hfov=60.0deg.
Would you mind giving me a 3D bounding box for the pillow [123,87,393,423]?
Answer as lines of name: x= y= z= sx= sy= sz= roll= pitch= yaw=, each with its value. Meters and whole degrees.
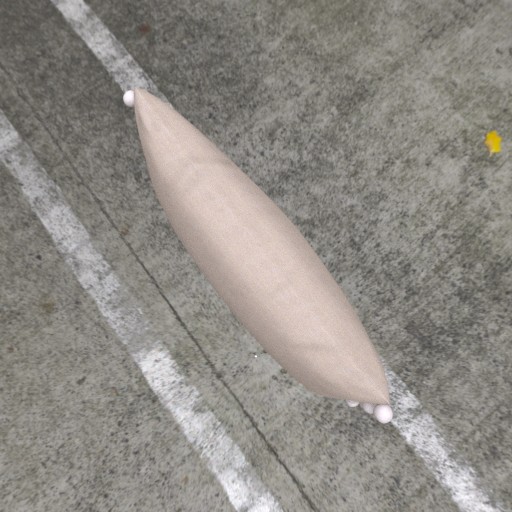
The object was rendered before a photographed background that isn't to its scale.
pillow: x=0.000 y=0.000 z=0.848 sx=0.201 sy=0.322 sz=0.709 roll=-37 pitch=80 yaw=-8
